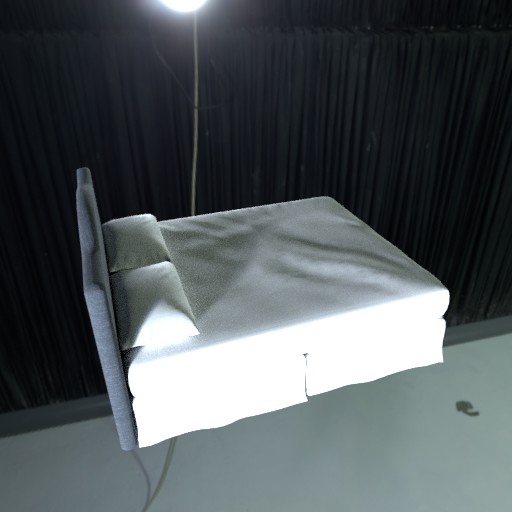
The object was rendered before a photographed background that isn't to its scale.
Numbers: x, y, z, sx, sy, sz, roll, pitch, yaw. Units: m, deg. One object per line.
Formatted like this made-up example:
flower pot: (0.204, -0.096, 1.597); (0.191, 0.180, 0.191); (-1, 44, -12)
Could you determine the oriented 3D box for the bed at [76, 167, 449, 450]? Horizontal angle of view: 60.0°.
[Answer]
bed: (0.000, 0.000, 3.876); (2.689, 1.457, 2.161); (-11, 33, -17)
